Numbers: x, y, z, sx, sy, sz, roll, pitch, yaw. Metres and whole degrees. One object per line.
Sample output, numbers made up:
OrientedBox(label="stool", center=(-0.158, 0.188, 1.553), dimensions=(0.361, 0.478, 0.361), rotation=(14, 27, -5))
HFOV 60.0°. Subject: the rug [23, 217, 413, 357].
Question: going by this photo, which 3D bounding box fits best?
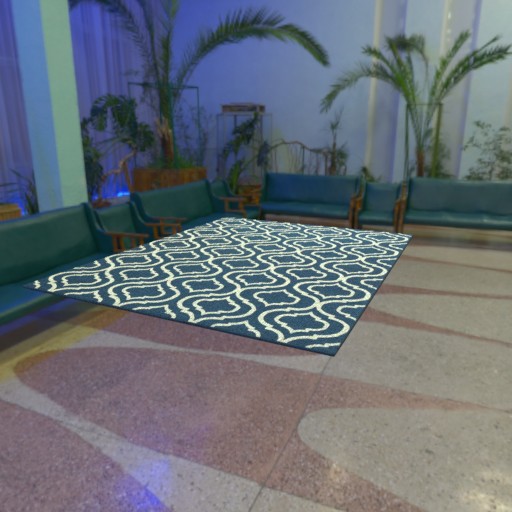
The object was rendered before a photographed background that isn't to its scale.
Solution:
OrientedBox(label="rug", center=(0.000, 0.000, 3.893), dimensions=(2.270, 0.020, 2.881), rotation=(8, 17, 25))
